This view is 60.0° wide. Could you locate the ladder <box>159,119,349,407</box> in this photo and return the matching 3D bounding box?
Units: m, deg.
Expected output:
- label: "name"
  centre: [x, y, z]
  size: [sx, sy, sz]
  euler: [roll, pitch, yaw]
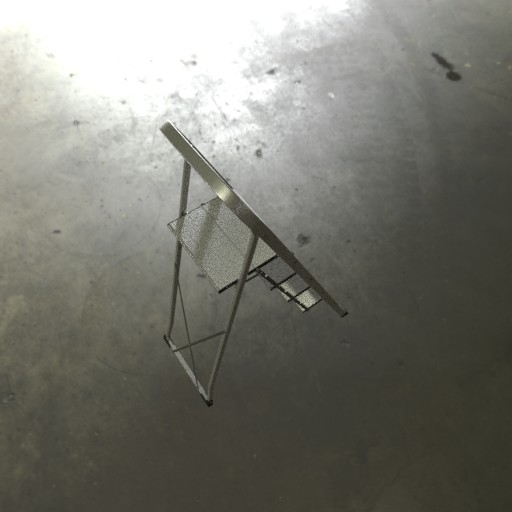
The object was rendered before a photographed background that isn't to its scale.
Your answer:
- label: "ladder"
  centre: [0.000, 0.000, 1.679]
  size: [0.830, 1.290, 0.465]
  euler: [-32, 63, -18]
